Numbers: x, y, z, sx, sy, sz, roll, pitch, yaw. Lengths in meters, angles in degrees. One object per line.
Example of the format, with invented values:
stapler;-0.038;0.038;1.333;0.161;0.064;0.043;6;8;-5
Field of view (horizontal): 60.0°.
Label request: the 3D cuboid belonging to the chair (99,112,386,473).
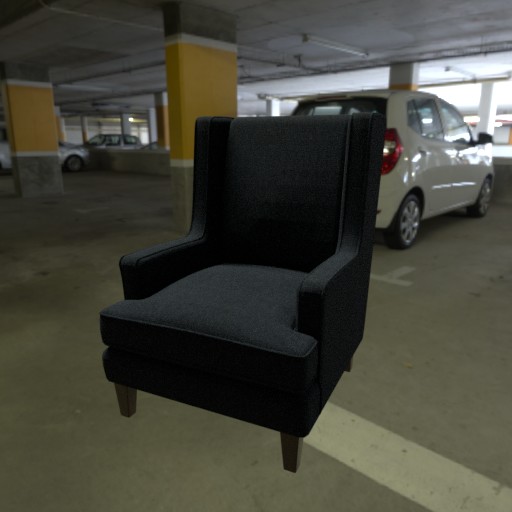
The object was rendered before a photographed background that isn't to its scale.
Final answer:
chair;0.000;0.000;1.713;0.764;1.072;0.947;7;16;25
